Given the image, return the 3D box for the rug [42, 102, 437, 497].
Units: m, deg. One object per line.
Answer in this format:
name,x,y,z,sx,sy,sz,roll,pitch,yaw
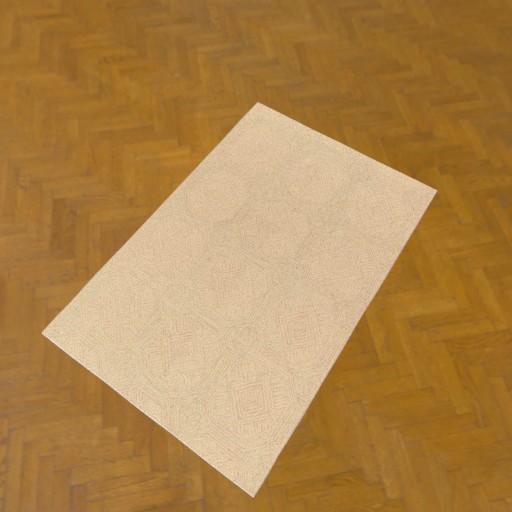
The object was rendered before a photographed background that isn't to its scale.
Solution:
rug,0.000,0.000,2.305,1.236,0.009,1.839,31,67,15
